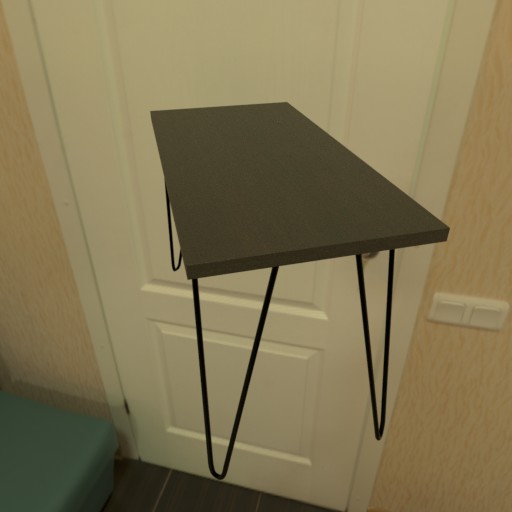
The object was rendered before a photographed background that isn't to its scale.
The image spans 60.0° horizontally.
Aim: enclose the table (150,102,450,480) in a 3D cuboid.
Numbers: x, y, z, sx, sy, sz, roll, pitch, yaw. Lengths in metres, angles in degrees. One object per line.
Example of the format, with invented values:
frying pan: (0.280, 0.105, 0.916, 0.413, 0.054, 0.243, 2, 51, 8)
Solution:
table: (0.000, 0.000, 1.365, 0.499, 0.660, 0.991, -8, 34, -12)
